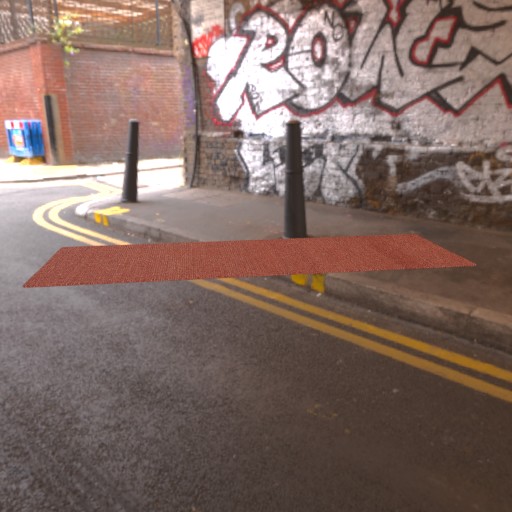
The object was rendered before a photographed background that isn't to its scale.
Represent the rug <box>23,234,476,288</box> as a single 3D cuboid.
[{"bbox_3d":[0.000,0.000,2.545,2.307,0.012,0.687,-2,17,-8],"label":"rug"}]
